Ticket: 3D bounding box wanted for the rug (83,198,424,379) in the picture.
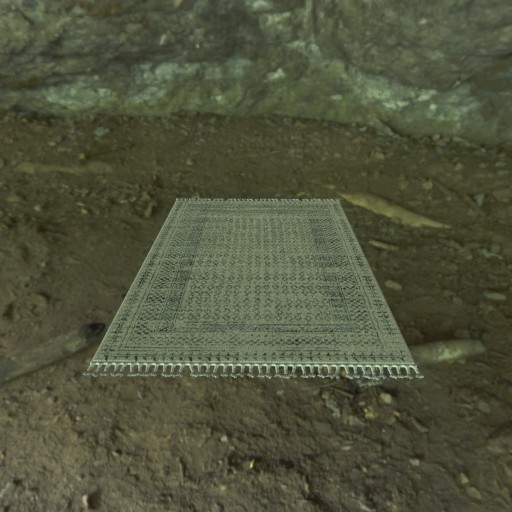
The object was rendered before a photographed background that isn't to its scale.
[{"bbox_3d":[0.000,0.000,3.101,1.548,0.013,2.486,0,26,1],"label":"rug"}]
